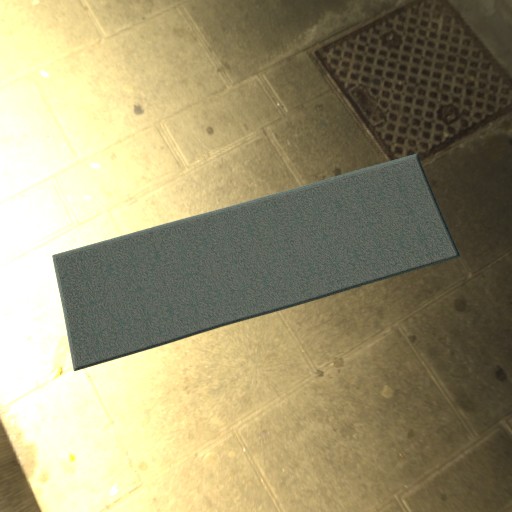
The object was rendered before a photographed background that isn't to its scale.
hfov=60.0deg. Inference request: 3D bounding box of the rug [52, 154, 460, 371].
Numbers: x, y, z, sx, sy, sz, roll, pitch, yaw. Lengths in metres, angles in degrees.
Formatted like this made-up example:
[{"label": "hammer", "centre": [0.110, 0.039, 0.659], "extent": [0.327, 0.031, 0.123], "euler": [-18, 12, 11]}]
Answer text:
[{"label": "rug", "centre": [0.000, 0.000, 2.484], "extent": [2.196, 0.011, 0.662], "euler": [-16, 76, -4]}]
